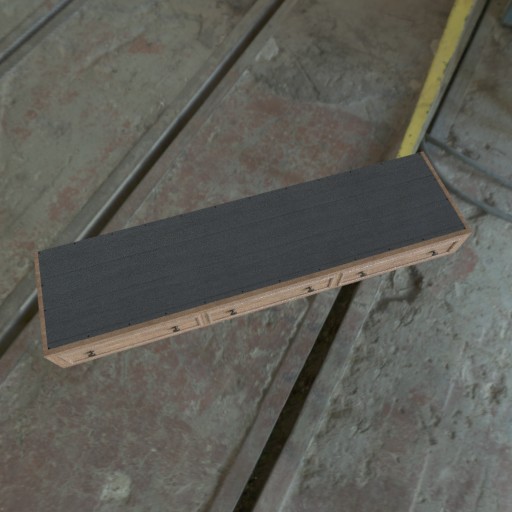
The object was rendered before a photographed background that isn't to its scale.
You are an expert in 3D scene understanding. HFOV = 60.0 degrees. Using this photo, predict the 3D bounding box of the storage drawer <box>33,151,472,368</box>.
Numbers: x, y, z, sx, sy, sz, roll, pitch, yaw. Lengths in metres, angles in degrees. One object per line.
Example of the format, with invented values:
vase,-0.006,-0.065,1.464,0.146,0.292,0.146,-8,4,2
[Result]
storage drawer,0.000,0.000,2.228,2.032,0.264,0.538,-16,64,-8
